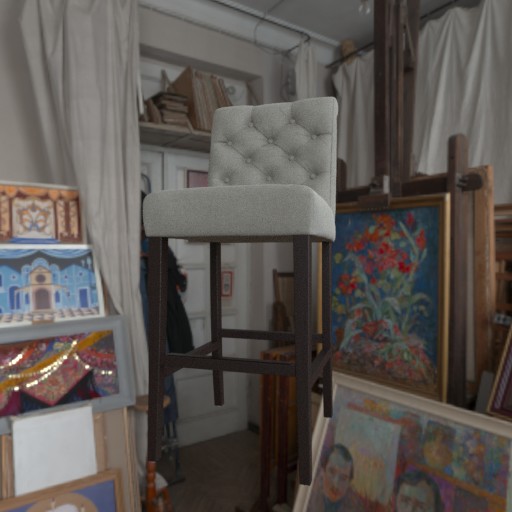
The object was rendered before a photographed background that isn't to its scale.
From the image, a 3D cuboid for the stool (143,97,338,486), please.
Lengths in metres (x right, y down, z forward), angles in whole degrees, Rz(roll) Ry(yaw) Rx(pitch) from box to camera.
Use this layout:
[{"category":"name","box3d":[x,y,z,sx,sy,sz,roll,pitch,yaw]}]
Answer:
[{"category":"stool","box3d":[0.000,0.000,1.430,0.493,1.140,0.601,0,0,17]}]
